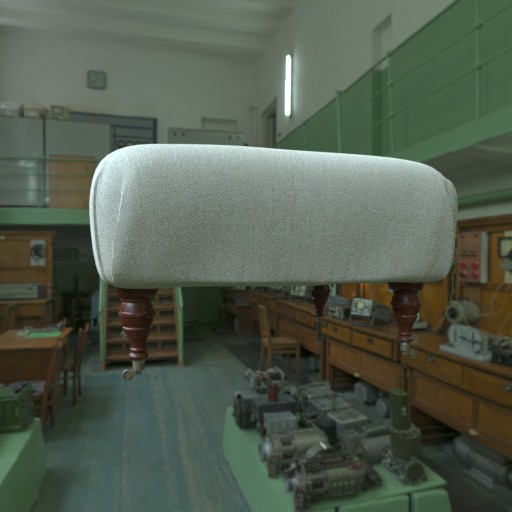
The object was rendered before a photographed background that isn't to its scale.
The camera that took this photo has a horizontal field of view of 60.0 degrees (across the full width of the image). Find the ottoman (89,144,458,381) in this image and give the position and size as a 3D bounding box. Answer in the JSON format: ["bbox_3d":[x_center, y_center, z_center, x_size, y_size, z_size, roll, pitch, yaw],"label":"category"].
[{"bbox_3d":[0.000,0.000,1.089,0.747,0.450,0.622,0,0,-17],"label":"ottoman"}]
